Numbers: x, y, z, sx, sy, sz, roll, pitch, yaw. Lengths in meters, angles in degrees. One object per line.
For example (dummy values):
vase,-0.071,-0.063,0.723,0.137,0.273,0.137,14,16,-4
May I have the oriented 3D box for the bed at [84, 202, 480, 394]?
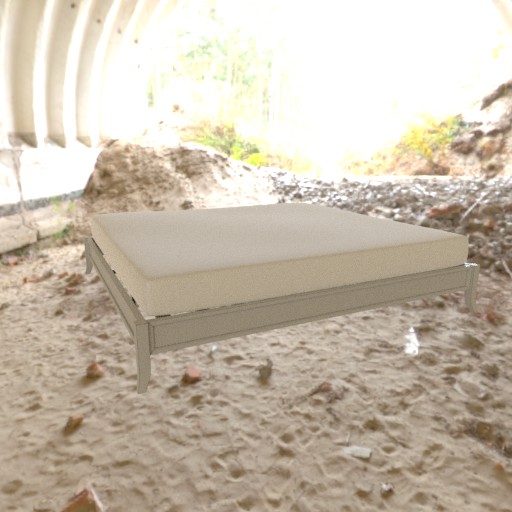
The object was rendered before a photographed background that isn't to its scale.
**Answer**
bed,0.000,0.000,3.129,2.108,0.510,2.007,-7,16,-26
